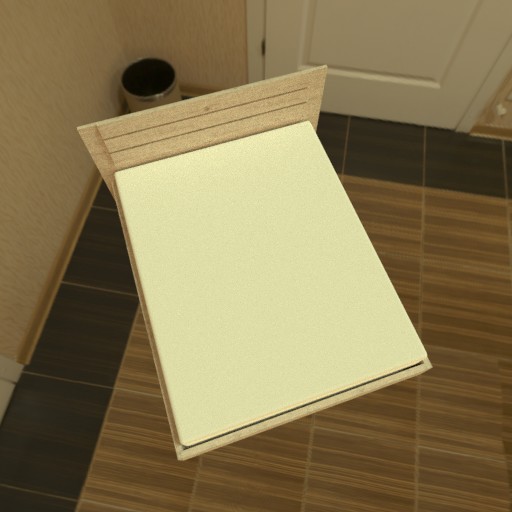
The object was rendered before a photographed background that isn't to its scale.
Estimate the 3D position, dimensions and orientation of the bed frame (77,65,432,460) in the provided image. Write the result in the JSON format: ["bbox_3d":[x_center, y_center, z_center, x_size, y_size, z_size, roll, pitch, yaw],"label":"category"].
[{"bbox_3d":[0.000,0.000,2.999,1.750,0.970,2.080,-17,66,-8],"label":"bed frame"}]
